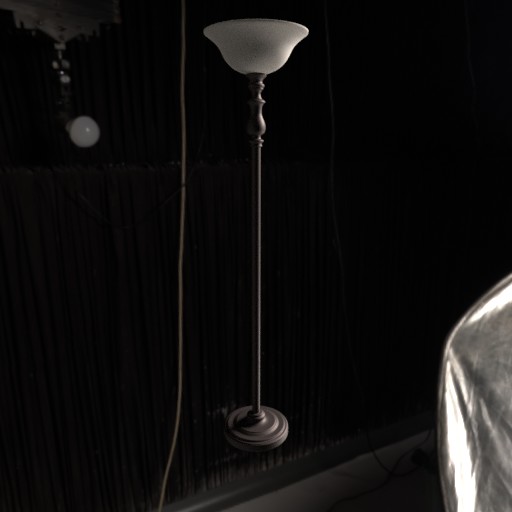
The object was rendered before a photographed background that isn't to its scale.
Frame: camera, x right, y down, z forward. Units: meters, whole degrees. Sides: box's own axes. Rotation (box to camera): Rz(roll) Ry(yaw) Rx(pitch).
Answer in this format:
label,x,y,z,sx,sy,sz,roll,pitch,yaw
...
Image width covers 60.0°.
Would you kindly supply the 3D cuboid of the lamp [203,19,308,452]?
label,x,y,z,sx,sy,sz,roll,pitch,yaw
lamp,0.000,0.000,1.953,0.405,1.797,0.405,-8,17,-26
